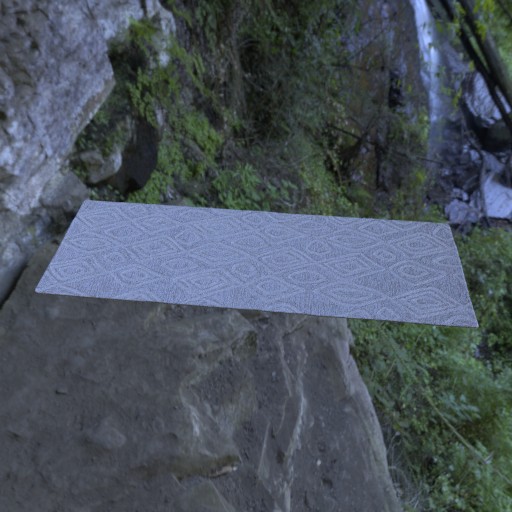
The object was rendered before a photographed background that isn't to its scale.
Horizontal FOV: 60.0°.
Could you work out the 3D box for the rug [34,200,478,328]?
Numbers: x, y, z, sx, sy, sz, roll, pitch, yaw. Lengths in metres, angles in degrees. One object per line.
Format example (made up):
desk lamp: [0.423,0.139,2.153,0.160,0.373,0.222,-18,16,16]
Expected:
rug: [0.000,0.000,2.673,2.436,0.013,0.807,4,48,4]
